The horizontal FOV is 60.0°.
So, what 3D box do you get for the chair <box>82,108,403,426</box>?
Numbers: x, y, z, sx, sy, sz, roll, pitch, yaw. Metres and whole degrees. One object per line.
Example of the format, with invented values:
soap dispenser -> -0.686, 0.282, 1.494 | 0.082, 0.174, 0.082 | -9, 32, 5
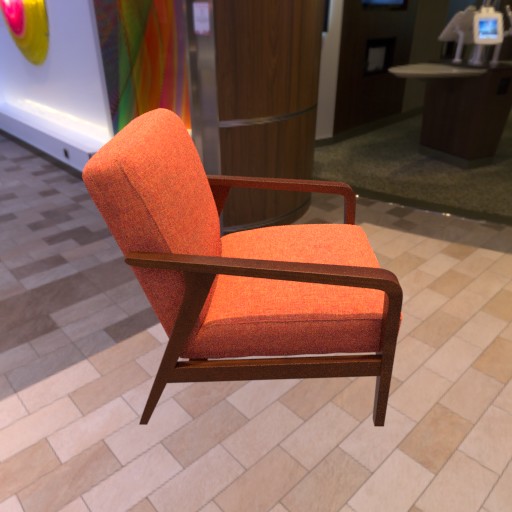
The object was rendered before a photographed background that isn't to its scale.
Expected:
chair -> 0.000, 0.000, 1.508 | 0.860, 0.890, 0.719 | 0, 29, 1
